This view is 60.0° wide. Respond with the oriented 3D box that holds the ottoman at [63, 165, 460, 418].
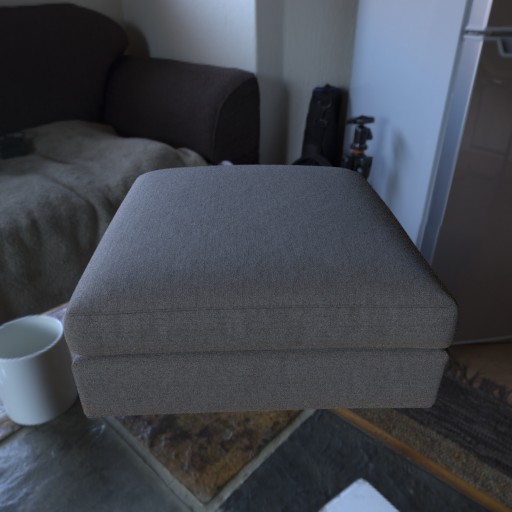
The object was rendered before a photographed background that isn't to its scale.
[{"bbox_3d":[0.000,0.000,1.604,1.041,0.470,1.041,-1,30,-2],"label":"ottoman"}]
